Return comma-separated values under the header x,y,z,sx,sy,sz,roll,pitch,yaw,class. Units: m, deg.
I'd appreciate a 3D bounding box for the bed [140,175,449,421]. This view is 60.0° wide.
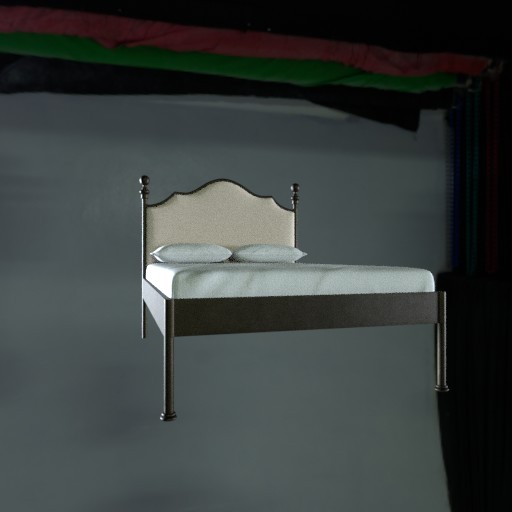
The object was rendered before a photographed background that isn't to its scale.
x,y,z,sx,sy,sz,roll,pitch,yaw,class
0.000,0.000,3.177,1.533,1.462,2.170,0,0,-17,bed
